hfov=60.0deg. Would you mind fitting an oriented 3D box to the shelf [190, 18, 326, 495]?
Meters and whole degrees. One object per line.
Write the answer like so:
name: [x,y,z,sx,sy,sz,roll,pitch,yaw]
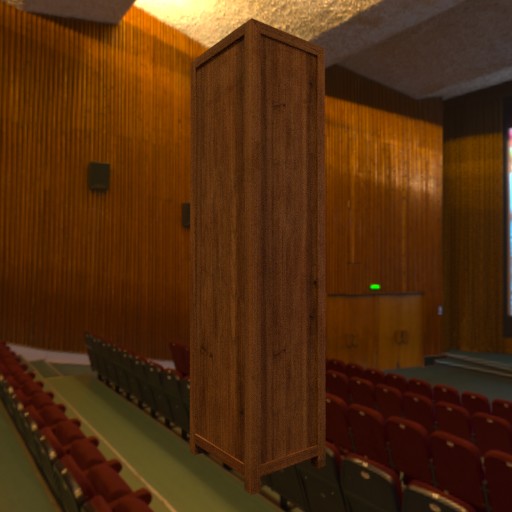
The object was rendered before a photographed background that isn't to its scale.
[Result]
shelf: [0.000,0.000,2.091,0.428,1.900,0.500,0,-1,-37]
